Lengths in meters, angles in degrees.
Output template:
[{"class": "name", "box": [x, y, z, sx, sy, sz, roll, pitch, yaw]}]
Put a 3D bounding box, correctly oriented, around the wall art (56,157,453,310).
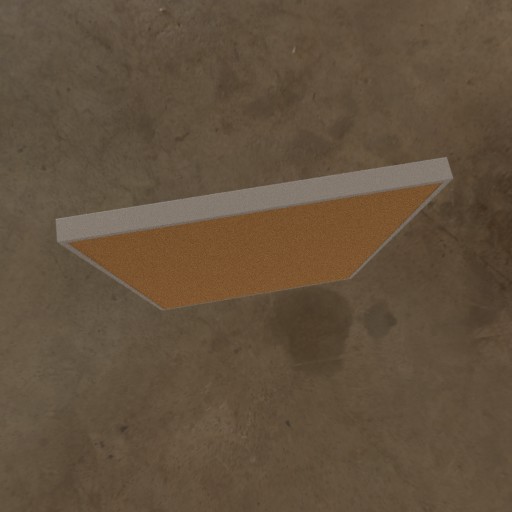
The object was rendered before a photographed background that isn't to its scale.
[{"class": "wall art", "box": [0.000, 0.000, 1.050, 0.611, 0.763, 0.055, -9, 76, -2]}]
